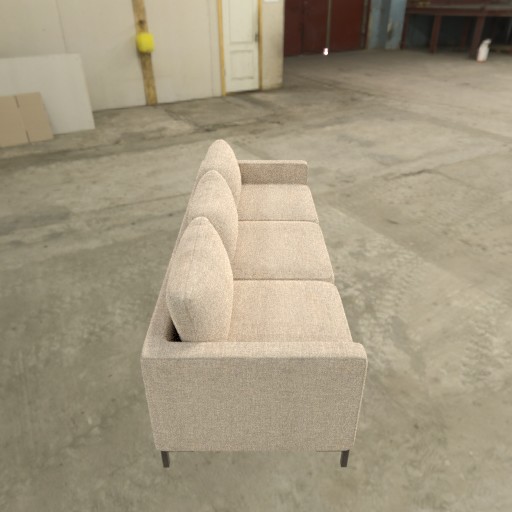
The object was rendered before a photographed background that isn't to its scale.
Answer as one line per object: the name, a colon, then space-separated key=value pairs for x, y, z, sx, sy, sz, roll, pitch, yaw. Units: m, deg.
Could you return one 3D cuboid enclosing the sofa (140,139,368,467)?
sofa: x=0.000 y=0.000 z=2.661 sx=0.859 sy=0.874 sz=2.218 roll=0 pitch=31 yaw=0
